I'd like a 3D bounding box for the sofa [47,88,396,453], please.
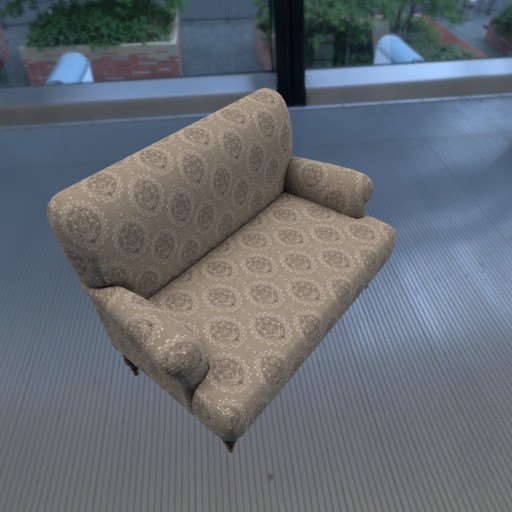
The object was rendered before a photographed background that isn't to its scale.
[{"bbox_3d":[0.000,0.000,1.836,0.779,0.889,1.297,28,49,27],"label":"sofa"}]
